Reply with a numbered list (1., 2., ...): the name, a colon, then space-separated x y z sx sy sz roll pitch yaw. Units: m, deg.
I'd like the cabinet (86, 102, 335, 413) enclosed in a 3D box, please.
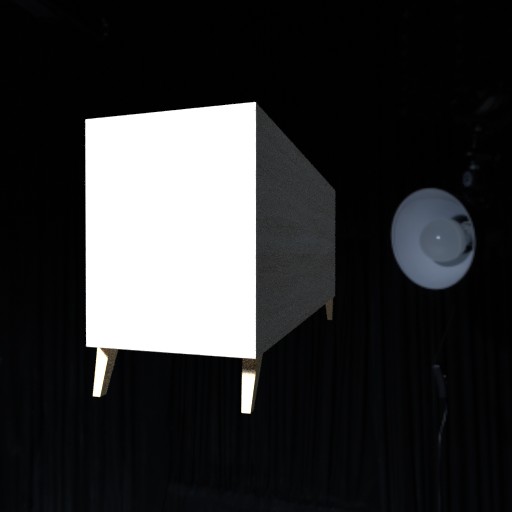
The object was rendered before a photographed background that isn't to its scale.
1. cabinet: 0.000 0.000 1.965 0.500 0.780 1.649 0 1 17
